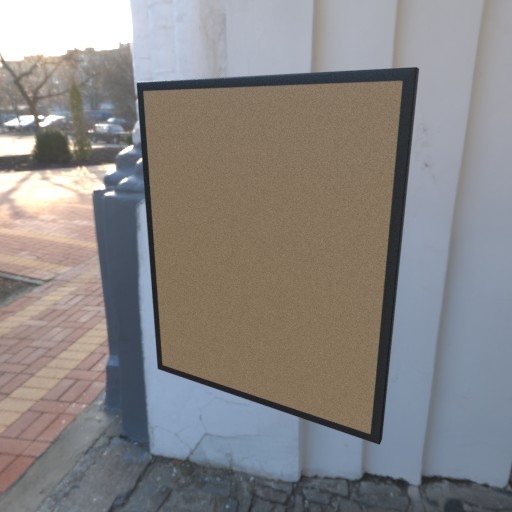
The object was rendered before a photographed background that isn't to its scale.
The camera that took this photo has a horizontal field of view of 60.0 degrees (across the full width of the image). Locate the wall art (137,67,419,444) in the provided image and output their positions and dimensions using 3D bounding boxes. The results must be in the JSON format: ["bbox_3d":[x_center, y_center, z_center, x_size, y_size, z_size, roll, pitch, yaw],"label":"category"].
[{"bbox_3d":[0.000,0.000,0.771,0.481,0.582,0.018,9,19,28],"label":"wall art"}]
